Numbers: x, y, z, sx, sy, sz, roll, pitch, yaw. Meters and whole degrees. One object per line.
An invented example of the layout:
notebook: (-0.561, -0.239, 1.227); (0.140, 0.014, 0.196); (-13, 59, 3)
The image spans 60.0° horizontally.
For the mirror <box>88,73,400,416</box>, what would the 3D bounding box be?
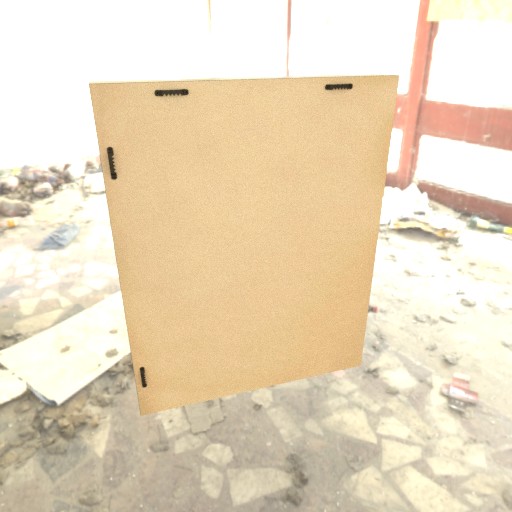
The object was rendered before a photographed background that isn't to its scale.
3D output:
mirror: (0.000, 0.000, 0.680); (0.406, 0.509, 0.041); (-8, 28, -16)
